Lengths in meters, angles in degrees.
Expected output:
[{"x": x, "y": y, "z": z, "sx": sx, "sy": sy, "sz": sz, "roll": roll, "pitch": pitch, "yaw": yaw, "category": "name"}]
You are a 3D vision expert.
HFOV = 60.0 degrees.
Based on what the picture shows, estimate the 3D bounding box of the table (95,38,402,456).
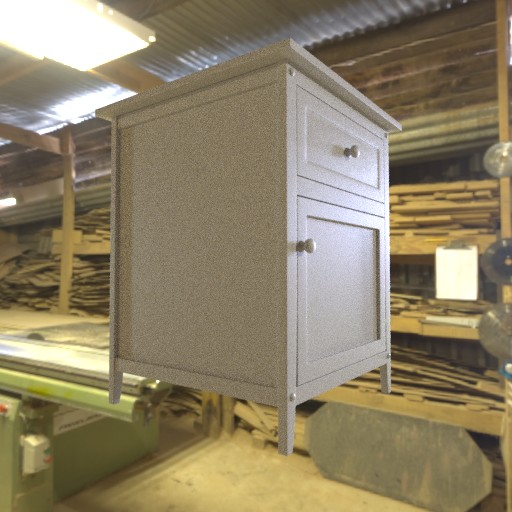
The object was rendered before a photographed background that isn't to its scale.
[{"x": 0.000, "y": 0.000, "z": 0.764, "sx": 0.381, "sy": 0.483, "sz": 0.381, "roll": -1, "pitch": -2, "yaw": 37, "category": "table"}]
